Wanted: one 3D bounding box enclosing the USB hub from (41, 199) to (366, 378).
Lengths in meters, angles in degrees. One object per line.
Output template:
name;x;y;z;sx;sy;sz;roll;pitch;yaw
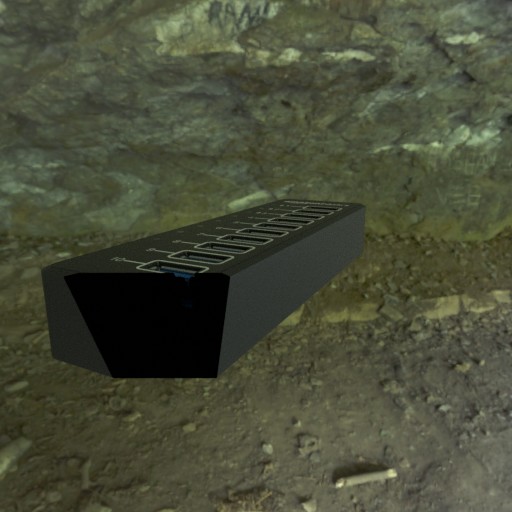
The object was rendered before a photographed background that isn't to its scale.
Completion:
USB hub;0.000;0.000;0.160;0.044;0.023;0.145;8;16;27
